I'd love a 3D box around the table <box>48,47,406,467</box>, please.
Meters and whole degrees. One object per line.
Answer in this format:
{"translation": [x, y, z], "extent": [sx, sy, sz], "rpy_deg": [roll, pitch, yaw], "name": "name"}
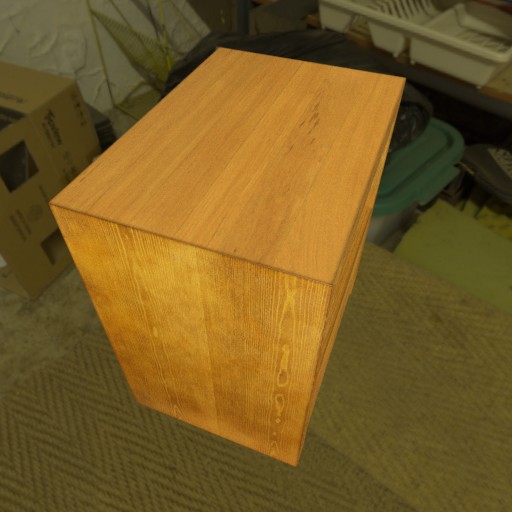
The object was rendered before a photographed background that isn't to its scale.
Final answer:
{"translation": [0.000, 0.000, 0.942], "extent": [0.400, 0.605, 0.550], "rpy_deg": [16, 49, 14], "name": "table"}
